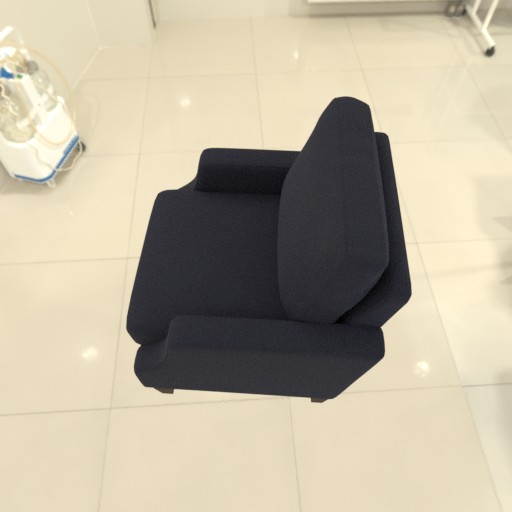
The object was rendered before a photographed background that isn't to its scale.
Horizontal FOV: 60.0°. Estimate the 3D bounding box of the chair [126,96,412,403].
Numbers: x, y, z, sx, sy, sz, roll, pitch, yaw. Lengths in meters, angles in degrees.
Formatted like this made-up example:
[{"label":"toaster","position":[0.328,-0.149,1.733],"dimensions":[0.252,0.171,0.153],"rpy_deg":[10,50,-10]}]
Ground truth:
[{"label":"chair","position":[0.000,0.000,1.661],"dimensions":[0.897,0.991,0.855],"rpy_deg":[3,57,2]}]
